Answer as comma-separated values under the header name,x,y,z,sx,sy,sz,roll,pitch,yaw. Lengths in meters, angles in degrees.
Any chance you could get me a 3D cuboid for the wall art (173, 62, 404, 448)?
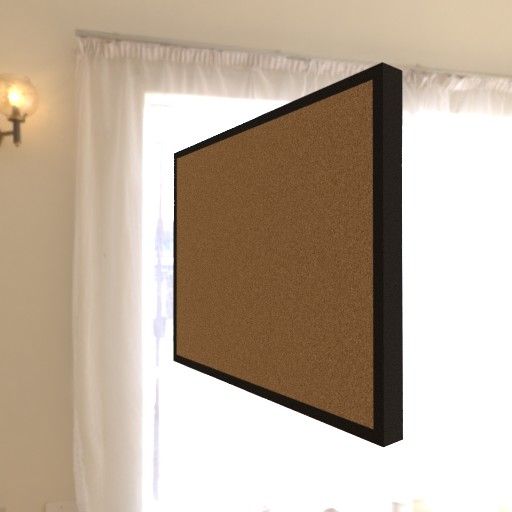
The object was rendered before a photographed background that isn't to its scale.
name,x,y,z,sx,sy,sz,roll,pitch,yaw
wall art,0.000,0.000,0.541,0.028,0.325,0.397,0,-1,-37
